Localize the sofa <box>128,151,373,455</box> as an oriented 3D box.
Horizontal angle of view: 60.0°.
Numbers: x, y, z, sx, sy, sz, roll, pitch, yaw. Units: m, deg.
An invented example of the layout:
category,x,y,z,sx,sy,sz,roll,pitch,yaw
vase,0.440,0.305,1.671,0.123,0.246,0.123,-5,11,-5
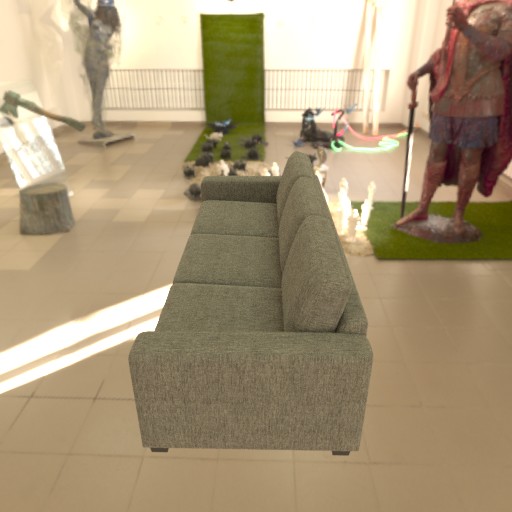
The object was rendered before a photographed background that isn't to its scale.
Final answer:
category,x,y,z,sx,sy,sz,roll,pitch,yaw
sofa,0.000,0.000,2.599,0.900,0.800,2.160,1,27,1
